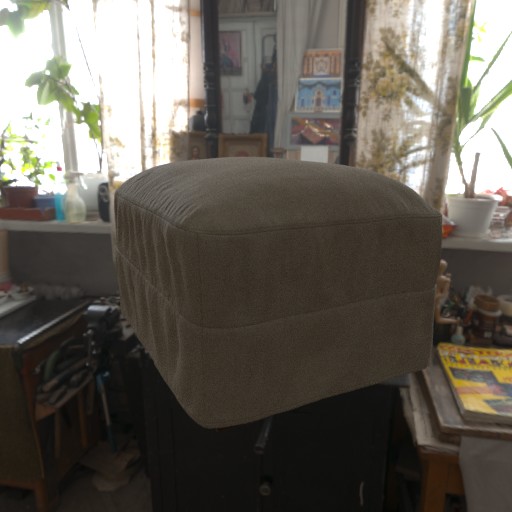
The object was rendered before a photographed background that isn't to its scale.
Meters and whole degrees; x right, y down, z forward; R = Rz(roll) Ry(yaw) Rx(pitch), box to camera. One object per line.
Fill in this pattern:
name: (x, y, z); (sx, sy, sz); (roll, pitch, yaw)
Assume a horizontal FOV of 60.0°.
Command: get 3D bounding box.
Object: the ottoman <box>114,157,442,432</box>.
ottoman: (0.000, 0.000, 1.103); (0.584, 0.480, 0.712); (-8, 16, -27)
